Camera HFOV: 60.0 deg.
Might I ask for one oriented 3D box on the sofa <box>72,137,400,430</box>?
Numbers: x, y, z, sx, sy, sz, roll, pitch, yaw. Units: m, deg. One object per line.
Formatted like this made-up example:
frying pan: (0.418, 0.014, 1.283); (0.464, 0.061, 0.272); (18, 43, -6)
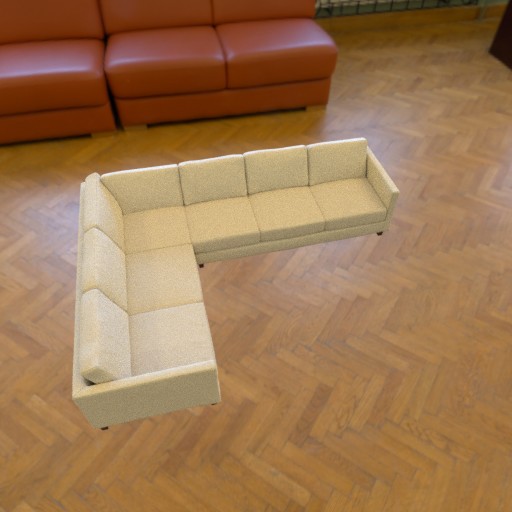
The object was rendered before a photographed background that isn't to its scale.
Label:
sofa: (0.000, 0.000, 4.244); (3.182, 0.863, 2.432); (-10, 49, -9)
